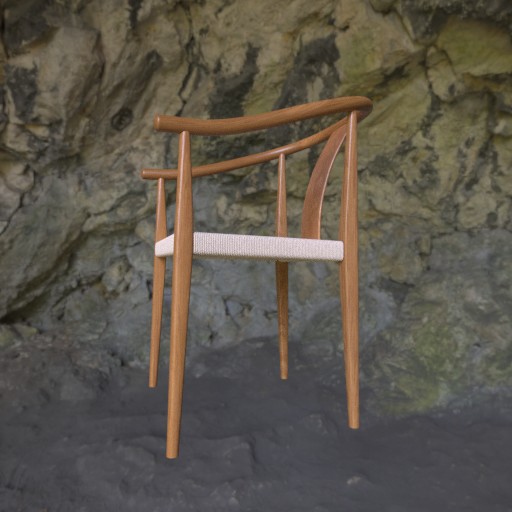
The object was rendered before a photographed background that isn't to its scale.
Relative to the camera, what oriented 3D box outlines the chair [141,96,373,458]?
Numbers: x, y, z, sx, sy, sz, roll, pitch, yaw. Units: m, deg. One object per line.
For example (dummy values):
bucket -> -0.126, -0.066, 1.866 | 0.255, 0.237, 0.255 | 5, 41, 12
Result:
chair -> 0.000, 0.000, 1.195 | 0.579, 0.800, 0.556 | 0, -1, -17
